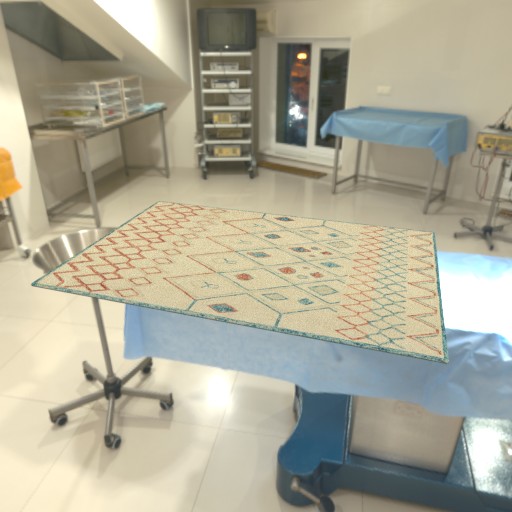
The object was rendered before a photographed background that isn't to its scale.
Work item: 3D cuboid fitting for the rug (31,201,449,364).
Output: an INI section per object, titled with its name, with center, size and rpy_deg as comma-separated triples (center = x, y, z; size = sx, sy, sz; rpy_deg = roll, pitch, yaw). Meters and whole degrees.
[rug]
center = 0.000, 0.000, 2.346
size = 1.829, 0.016, 1.219
rpy_deg = 8, 28, 16
